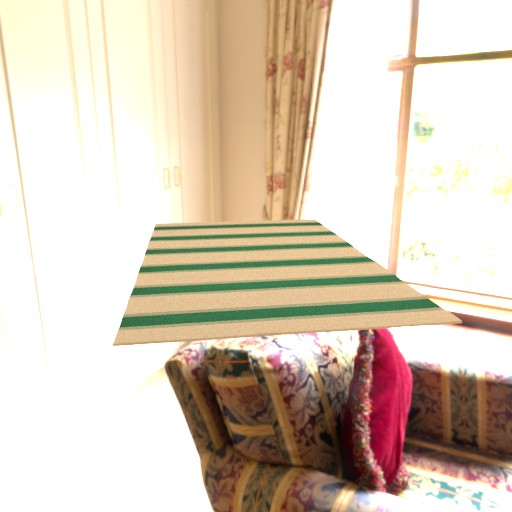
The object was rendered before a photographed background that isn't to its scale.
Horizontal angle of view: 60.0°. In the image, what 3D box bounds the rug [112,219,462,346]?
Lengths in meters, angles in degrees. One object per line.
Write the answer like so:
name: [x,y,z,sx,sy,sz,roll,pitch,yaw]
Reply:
rug: [0.000,0.000,3.038,1.521,0.015,2.436,-2,16,-8]
